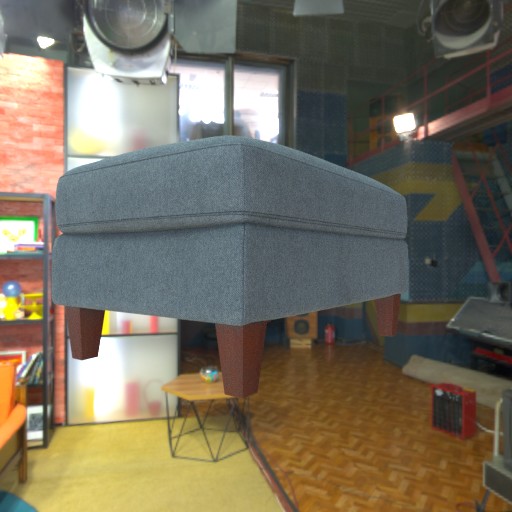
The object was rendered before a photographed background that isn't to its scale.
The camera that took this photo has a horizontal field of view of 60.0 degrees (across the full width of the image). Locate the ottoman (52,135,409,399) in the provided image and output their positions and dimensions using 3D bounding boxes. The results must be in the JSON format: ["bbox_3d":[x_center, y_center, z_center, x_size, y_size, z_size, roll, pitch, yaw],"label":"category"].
[{"bbox_3d":[0.000,0.000,1.204,0.584,0.483,0.864,0,0,36],"label":"ottoman"}]
